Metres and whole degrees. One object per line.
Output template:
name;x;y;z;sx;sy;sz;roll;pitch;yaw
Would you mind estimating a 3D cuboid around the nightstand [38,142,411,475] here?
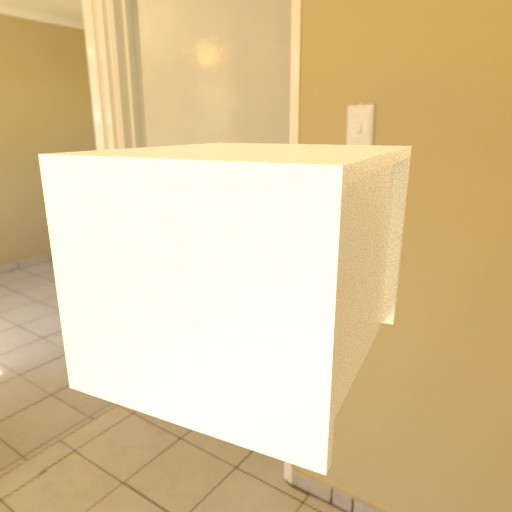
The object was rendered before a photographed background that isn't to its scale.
nightstand;0.000;0.000;0.748;0.408;0.351;0.470;8;18;25
